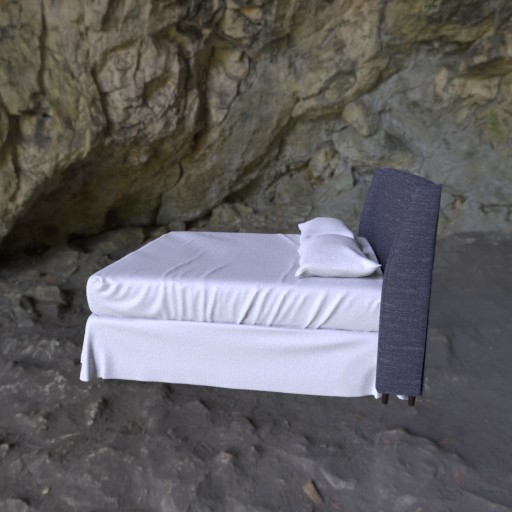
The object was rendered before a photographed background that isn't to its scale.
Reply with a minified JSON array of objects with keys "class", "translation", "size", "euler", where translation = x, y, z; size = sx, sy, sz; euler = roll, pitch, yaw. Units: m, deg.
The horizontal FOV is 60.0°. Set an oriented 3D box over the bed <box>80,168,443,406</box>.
[{"class":"bed","translation":[0.000,0.000,3.520],"size":[2.276,1.332,1.925],"euler":[2,14,8]}]
